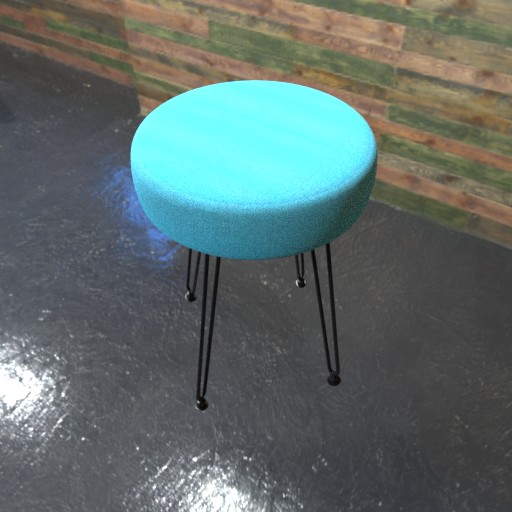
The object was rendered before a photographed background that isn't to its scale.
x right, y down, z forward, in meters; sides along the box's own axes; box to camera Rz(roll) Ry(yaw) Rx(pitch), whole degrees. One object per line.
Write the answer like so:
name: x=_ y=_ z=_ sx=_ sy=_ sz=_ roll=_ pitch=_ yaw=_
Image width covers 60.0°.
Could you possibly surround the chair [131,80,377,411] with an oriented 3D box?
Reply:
chair: x=0.000 y=0.000 z=0.681 sx=0.350 sy=0.440 sz=0.350 roll=26 pitch=51 yaw=23
